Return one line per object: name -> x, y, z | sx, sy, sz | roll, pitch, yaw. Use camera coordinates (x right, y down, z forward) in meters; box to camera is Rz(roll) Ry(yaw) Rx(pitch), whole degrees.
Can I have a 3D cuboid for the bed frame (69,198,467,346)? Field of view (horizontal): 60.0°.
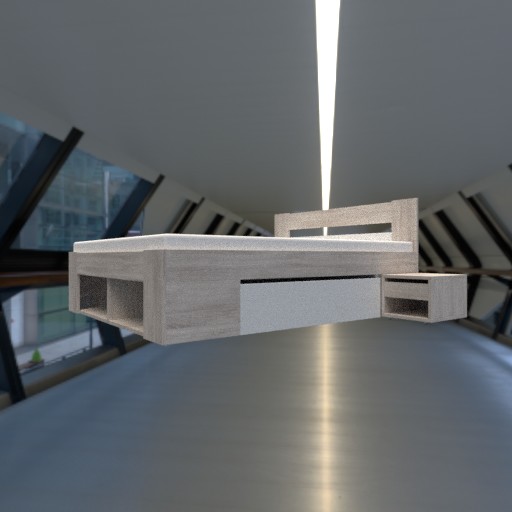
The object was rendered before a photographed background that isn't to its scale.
bed frame -> 0.000, 0.000, 3.187 | 2.050, 0.860, 2.040 | 0, 0, -37
